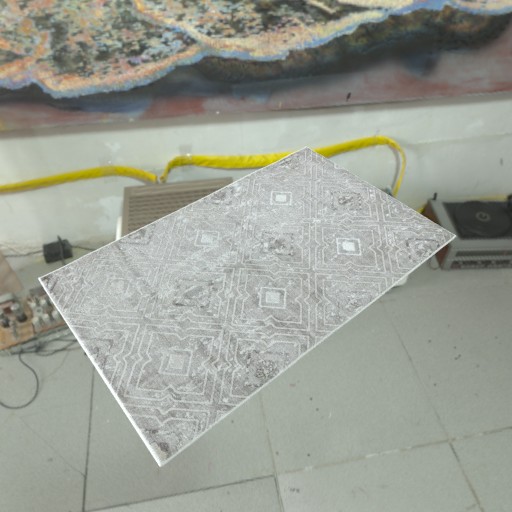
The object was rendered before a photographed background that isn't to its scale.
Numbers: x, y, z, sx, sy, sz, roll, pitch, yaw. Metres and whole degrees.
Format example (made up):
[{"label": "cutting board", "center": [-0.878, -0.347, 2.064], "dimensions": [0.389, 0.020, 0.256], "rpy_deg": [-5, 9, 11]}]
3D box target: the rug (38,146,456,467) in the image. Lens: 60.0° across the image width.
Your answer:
[{"label": "rug", "center": [0.000, 0.000, 3.027], "dimensions": [2.447, 0.036, 1.537], "rpy_deg": [-31, 53, -26]}]
